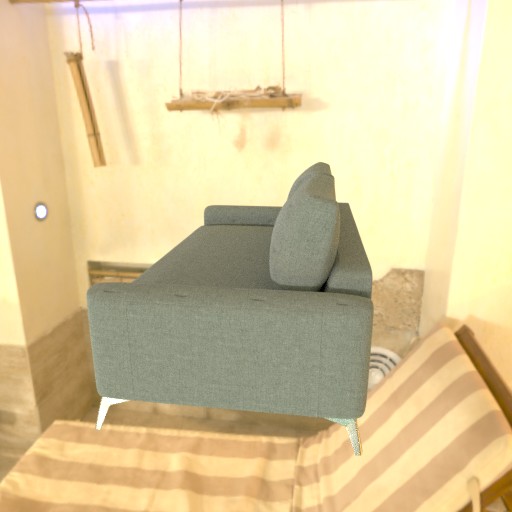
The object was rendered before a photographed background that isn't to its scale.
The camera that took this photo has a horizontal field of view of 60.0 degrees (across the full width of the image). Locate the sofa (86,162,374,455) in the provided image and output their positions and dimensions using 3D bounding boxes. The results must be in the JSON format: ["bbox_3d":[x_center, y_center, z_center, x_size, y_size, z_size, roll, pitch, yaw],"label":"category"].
[{"bbox_3d":[0.000,0.000,2.104,0.920,0.790,1.650,2,16,8],"label":"sofa"}]
